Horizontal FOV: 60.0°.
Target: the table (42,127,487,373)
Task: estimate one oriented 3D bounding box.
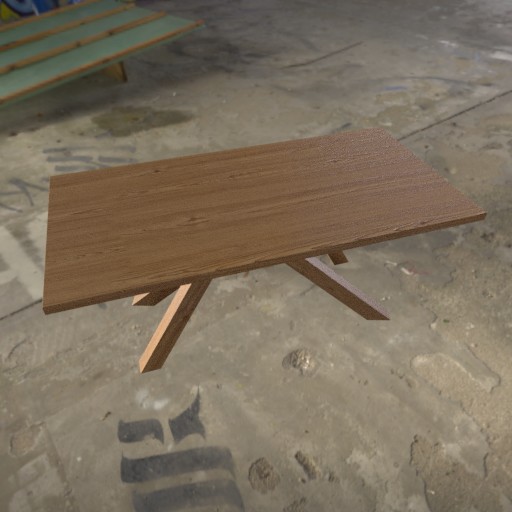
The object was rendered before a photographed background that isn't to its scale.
[{"bbox_3d":[0.000,0.000,2.264,1.797,0.750,0.901,-12,42,-13],"label":"table"}]
